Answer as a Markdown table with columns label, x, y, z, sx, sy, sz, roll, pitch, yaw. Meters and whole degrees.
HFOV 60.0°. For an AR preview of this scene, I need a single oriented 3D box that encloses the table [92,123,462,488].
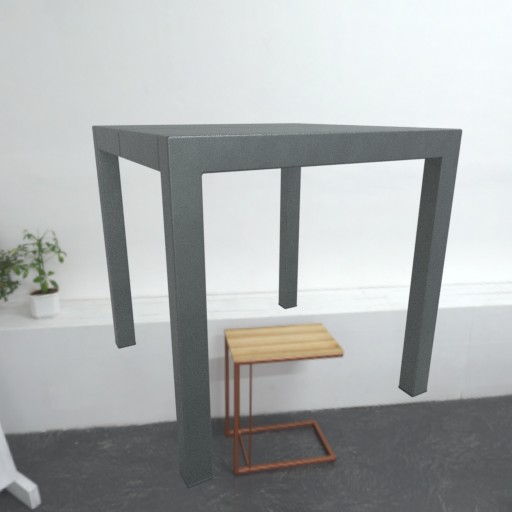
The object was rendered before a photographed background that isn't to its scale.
| label | x | y | z | sx | sy | sz | roll | pitch | yaw |
| --- | --- | --- | --- | --- | --- | --- | --- | --- | --- |
| table | 0.000 | 0.000 | 0.909 | 0.508 | 0.508 | 0.508 | -9 | 20 | -27 |
